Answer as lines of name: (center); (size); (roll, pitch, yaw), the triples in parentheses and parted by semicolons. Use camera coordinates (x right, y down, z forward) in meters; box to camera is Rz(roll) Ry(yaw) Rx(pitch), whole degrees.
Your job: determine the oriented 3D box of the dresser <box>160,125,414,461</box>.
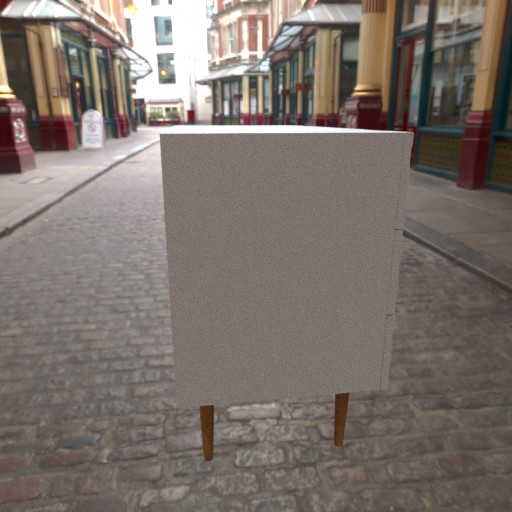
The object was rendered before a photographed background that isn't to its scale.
dresser: (0.000, 0.000, 1.299); (0.457, 0.721, 0.905); (-3, 17, -8)
